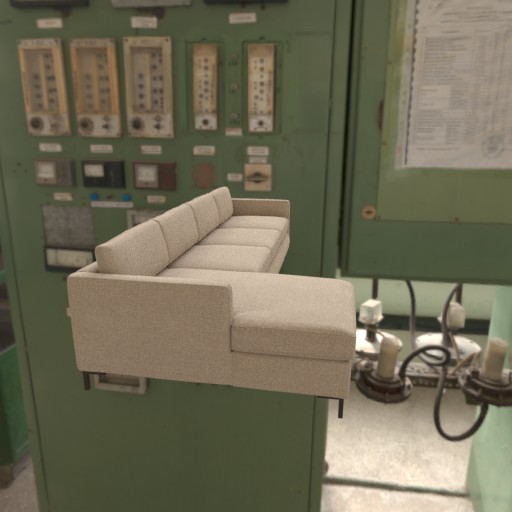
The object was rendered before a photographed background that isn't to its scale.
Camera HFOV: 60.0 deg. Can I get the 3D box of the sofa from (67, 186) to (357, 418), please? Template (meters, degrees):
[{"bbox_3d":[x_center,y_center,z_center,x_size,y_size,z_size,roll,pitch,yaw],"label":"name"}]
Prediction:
[{"bbox_3d":[0.000,0.000,3.540,1.469,0.816,2.923,3,16,10],"label":"sofa"}]
